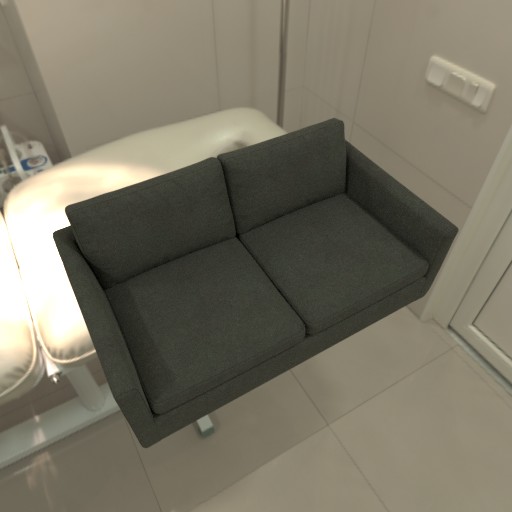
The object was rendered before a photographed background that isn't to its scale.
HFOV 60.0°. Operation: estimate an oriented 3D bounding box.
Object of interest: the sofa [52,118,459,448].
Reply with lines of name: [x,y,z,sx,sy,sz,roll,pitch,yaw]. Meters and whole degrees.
sofa: [0.000,0.000,2.511,1.909,0.845,1.091,-23,51,-20]
